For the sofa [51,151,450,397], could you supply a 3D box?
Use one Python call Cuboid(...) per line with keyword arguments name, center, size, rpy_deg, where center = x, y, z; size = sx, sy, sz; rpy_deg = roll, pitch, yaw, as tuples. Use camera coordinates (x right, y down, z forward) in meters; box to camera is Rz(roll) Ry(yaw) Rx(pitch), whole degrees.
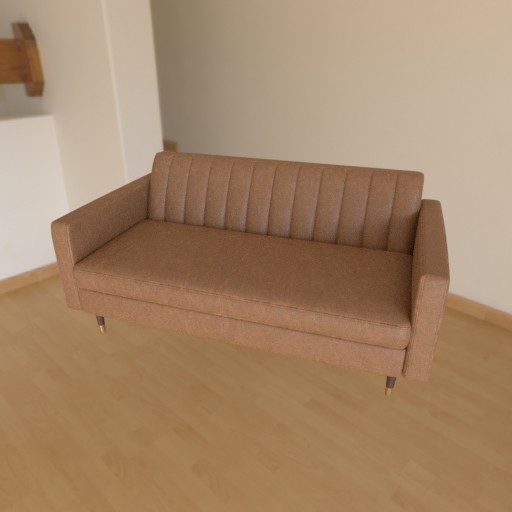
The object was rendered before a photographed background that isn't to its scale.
Cuboid(name="sofa", center=(0.000, 0.000, 2.381), size=(1.847, 0.821, 0.993), rpy_deg=(8, 27, 17))
